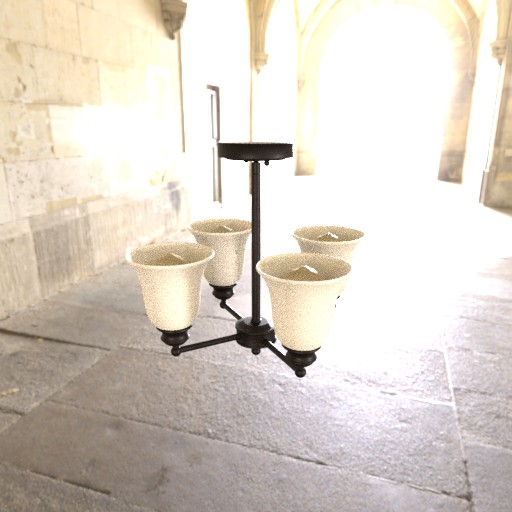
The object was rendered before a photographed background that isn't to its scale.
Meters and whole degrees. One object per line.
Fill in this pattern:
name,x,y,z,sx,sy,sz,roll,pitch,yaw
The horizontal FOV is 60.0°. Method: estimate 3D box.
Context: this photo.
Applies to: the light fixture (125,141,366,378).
light fixture,0.000,0.000,1.866,1.069,0.925,1.069,-8,18,-26
